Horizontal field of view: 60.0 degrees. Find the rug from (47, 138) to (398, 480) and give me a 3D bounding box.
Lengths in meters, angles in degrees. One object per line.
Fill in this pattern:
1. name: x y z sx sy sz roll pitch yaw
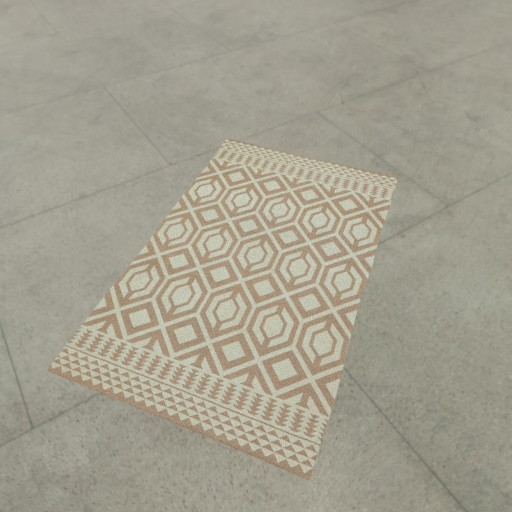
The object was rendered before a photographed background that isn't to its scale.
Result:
1. rug: 0.000 0.000 3.016 1.526 0.011 2.435 17 50 14
